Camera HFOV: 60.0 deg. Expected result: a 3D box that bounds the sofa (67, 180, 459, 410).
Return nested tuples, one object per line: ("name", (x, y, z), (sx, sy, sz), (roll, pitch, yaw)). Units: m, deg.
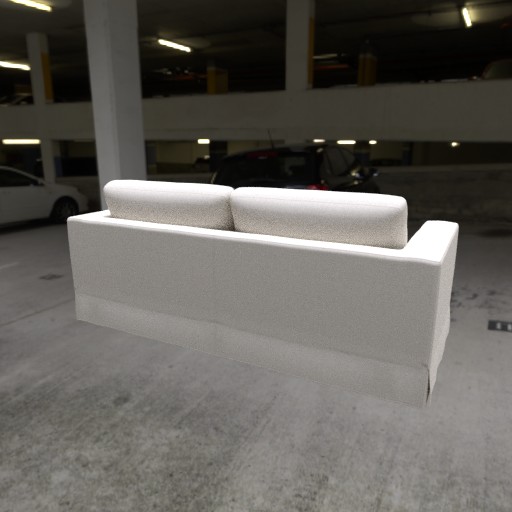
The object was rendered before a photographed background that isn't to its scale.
("sofa", (0.000, 0.000, 2.668), (2.163, 0.881, 0.954), (8, 17, 27))
